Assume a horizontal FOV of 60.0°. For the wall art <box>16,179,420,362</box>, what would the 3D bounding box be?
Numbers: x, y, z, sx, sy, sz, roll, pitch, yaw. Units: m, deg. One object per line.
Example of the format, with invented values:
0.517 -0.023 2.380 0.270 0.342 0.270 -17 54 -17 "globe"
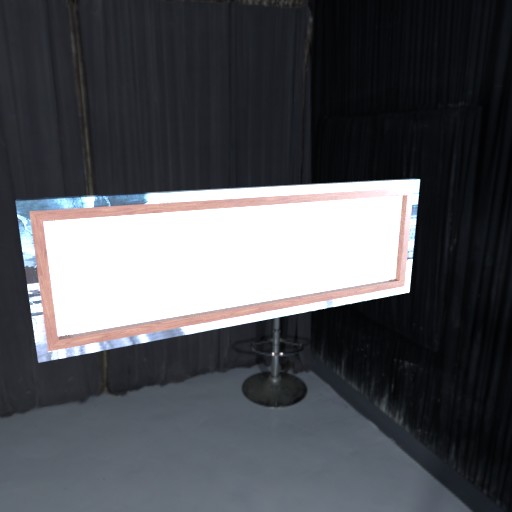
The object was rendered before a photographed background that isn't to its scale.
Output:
0.000 0.000 1.651 1.524 0.509 0.037 -7 17 -24 "wall art"
